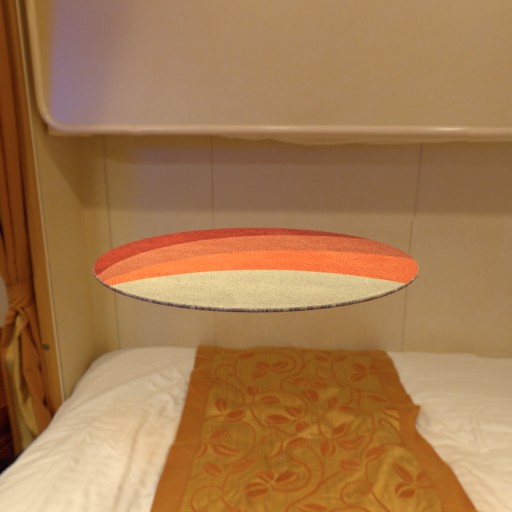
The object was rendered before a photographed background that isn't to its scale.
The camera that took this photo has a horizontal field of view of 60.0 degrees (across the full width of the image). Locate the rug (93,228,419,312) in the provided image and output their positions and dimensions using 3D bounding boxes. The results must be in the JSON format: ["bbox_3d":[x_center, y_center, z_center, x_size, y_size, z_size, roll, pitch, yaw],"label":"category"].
[{"bbox_3d":[0.000,0.000,2.187,1.514,0.015,1.514,0,14,0],"label":"rug"}]
